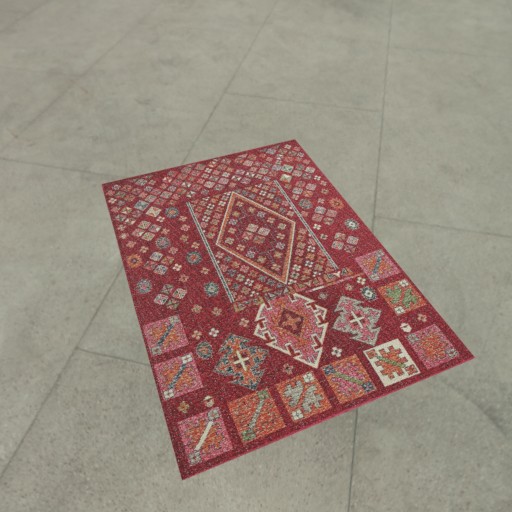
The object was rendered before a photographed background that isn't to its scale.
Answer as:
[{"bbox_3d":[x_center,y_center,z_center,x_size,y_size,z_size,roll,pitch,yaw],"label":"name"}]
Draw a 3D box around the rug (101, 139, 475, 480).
[{"bbox_3d":[0.000,0.000,2.786,1.579,0.007,2.184,-17,50,-15],"label":"rug"}]
